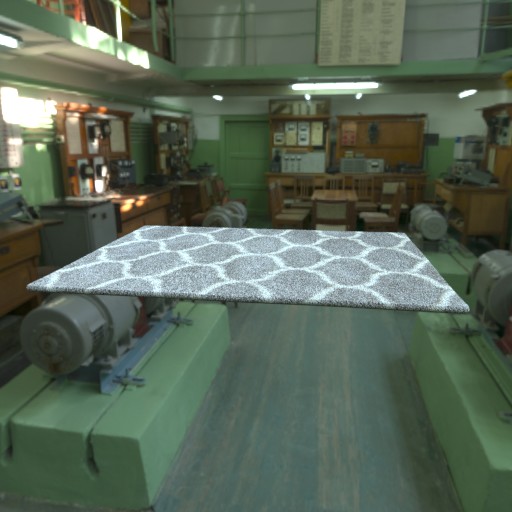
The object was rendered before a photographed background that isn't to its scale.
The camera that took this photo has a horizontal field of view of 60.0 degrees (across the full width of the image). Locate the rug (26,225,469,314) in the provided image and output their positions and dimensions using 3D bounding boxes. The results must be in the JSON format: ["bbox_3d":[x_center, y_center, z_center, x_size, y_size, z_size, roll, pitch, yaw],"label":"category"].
[{"bbox_3d":[0.000,0.000,2.143,1.600,0.025,1.200,2,15,8],"label":"rug"}]
